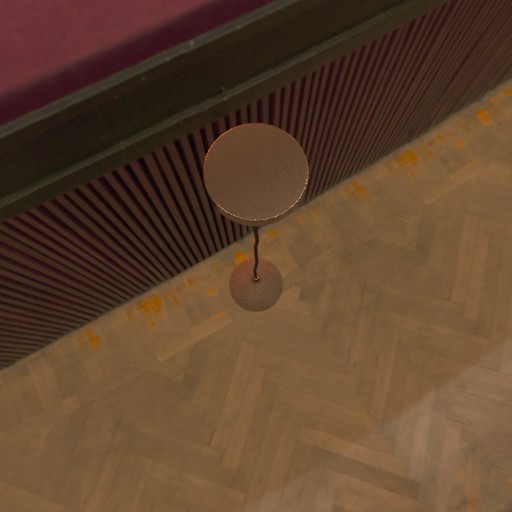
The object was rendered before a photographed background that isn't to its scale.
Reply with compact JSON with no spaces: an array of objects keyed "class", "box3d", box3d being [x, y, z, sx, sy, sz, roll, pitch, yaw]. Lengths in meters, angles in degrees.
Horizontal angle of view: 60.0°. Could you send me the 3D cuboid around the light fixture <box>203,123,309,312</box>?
[{"class":"light fixture","box3d":[0.000,0.000,0.834,0.139,0.764,0.139,-27,78,-6]}]
